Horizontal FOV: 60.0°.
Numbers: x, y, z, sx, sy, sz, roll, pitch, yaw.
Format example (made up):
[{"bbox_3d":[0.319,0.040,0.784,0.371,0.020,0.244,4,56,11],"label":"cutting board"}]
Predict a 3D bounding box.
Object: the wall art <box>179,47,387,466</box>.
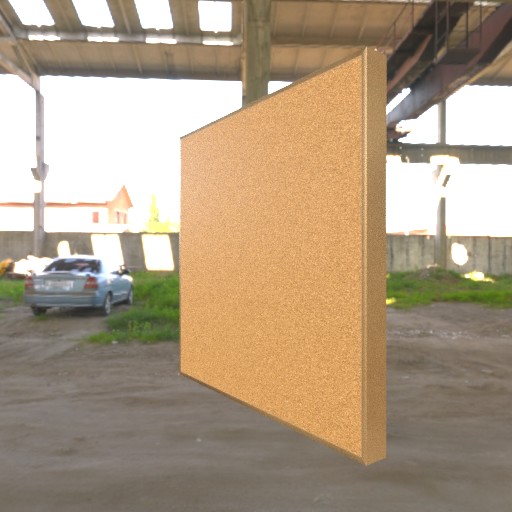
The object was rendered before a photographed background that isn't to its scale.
[{"bbox_3d":[0.000,0.000,0.759,0.038,0.511,0.513,0,0,-36],"label":"wall art"}]
